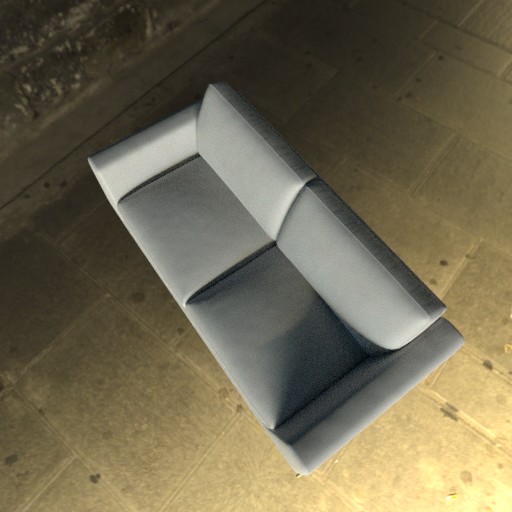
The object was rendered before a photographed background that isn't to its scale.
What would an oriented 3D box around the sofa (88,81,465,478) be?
[{"bbox_3d":[0.000,0.000,2.424,0.953,0.875,2.017,-33,68,-15],"label":"sofa"}]
